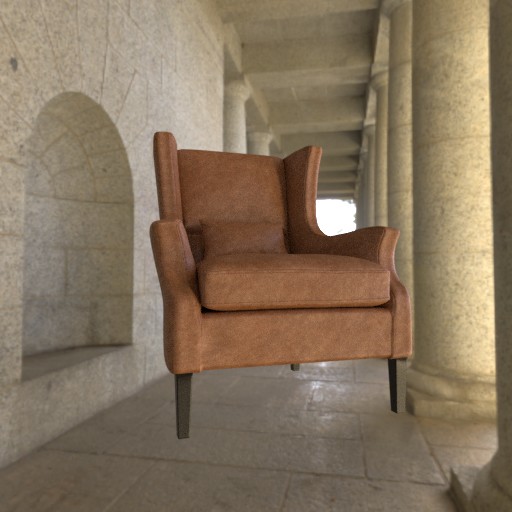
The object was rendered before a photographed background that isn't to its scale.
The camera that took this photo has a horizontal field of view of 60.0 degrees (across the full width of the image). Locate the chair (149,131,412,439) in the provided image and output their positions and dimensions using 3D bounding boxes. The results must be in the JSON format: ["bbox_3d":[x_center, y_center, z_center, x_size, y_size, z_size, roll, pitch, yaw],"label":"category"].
[{"bbox_3d":[0.000,0.000,1.725,0.853,1.016,0.926,1,-2,-18],"label":"chair"}]
